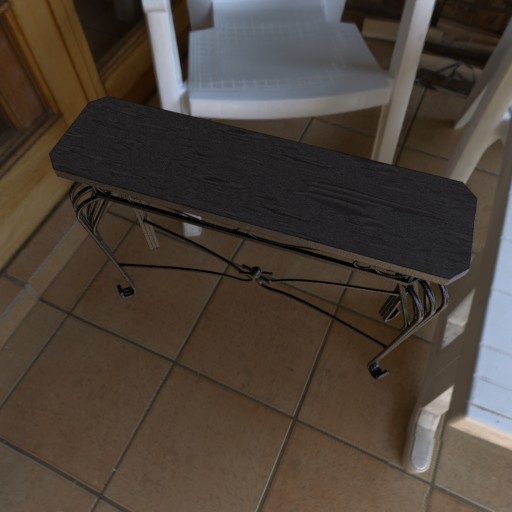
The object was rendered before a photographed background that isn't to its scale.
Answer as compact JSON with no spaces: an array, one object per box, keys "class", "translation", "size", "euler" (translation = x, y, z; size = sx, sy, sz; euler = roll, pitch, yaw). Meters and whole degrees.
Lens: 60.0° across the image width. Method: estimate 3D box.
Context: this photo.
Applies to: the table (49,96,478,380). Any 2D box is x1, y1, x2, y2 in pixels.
[{"class":"table","translation":[0.000,0.000,1.465],"size":[1.112,0.800,0.329],"euler":[16,61,9]}]
